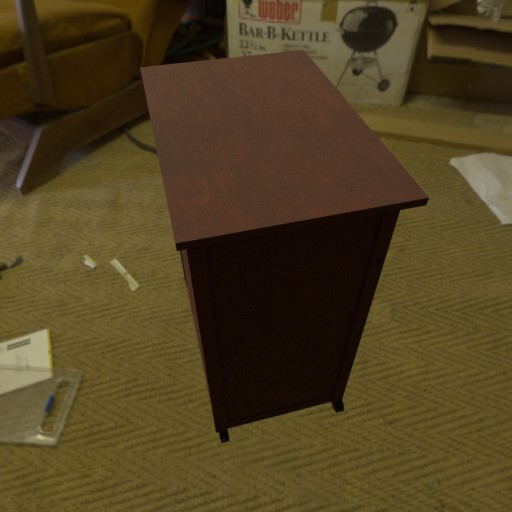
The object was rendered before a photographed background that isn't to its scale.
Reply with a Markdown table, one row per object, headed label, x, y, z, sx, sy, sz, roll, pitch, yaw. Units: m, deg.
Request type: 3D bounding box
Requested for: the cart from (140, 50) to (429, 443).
| label | x | y | z | sx | sy | sz | roll | pitch | yaw |
| --- | --- | --- | --- | --- | --- | --- | --- | --- | --- |
| cart | 0.000 | 0.000 | 1.271 | 0.442 | 0.864 | 0.683 | -11 | 47 | -10 |
